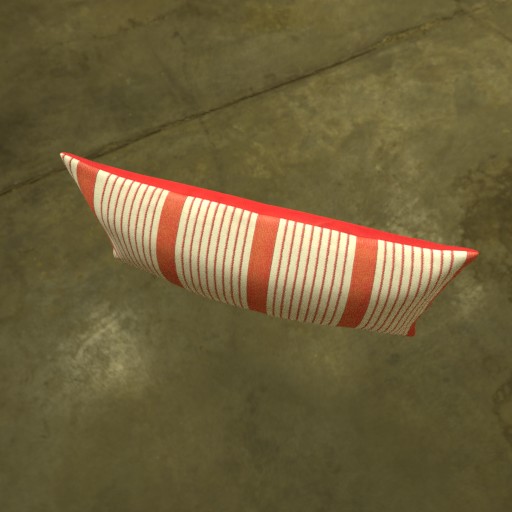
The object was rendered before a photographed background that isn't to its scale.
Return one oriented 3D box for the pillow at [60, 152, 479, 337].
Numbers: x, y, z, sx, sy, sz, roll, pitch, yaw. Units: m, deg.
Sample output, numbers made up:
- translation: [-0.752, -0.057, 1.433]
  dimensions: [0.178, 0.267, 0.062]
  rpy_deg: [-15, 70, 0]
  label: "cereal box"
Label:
- translation: [0.000, 0.000, 0.739]
  dimensions: [0.608, 0.297, 0.151]
  rpy_deg: [14, 60, 8]
  label: "pillow"
